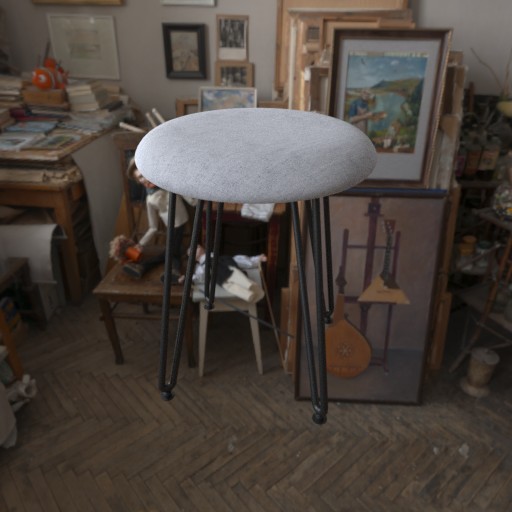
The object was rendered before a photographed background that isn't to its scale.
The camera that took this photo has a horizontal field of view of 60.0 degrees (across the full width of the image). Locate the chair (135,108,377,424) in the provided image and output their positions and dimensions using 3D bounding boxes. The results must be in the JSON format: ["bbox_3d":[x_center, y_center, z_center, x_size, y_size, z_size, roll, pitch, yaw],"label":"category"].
[{"bbox_3d":[0.000,0.000,0.659,0.350,0.386,0.350,-19,35,-29],"label":"chair"}]
